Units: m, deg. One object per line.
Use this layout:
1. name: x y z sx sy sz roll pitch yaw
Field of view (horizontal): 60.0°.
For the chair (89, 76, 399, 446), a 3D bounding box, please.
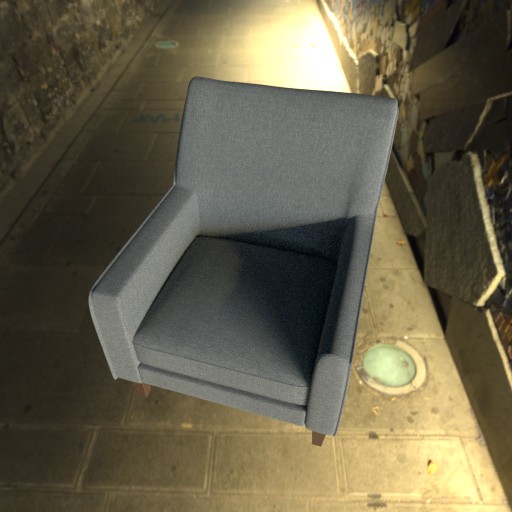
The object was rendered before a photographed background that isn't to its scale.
1. chair: 0.000 0.000 1.585 0.780 0.919 0.899 11 43 12
